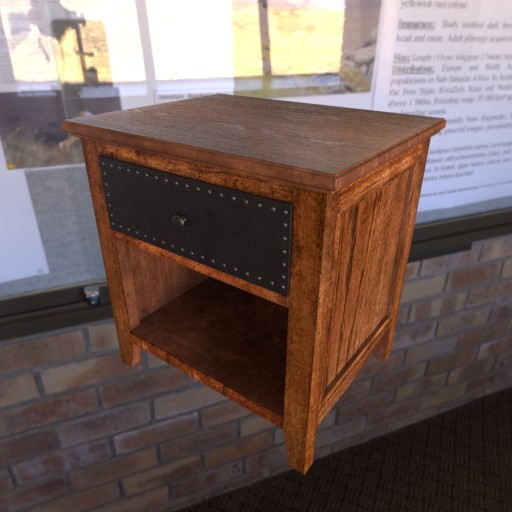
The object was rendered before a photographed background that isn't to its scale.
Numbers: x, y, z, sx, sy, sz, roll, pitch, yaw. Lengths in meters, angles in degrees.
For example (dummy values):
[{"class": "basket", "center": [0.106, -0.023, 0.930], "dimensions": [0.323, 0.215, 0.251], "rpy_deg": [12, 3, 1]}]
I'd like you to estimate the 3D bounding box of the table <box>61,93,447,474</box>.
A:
[{"class": "table", "center": [0.000, 0.000, 0.991], "dimensions": [0.586, 0.597, 0.461], "rpy_deg": [19, 33, 32]}]
